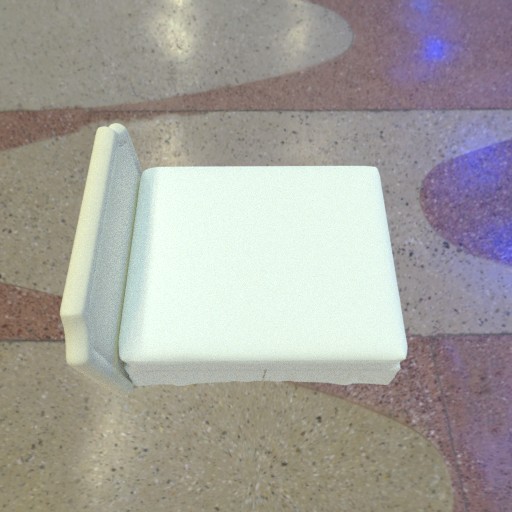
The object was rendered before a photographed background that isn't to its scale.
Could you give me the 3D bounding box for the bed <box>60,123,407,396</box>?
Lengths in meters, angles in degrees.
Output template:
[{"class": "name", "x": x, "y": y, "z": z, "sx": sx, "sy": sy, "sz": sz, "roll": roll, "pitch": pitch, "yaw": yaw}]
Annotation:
[{"class": "bed", "x": 0.000, "y": 0.000, "z": 3.319, "sx": 2.209, "sy": 1.296, "sz": 1.827, "roll": 0, "pitch": 63, "yaw": 0}]
